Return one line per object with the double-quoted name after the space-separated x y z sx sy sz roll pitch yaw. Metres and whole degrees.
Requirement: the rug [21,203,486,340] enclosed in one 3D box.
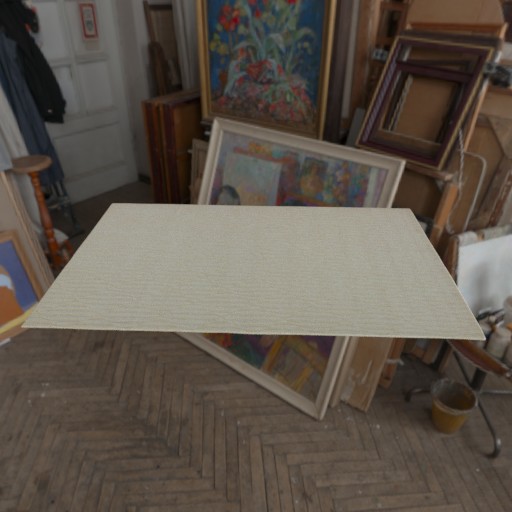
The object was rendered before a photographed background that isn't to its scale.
0.000 0.000 2.959 2.441 0.014 1.531 1 32 2 "rug"
